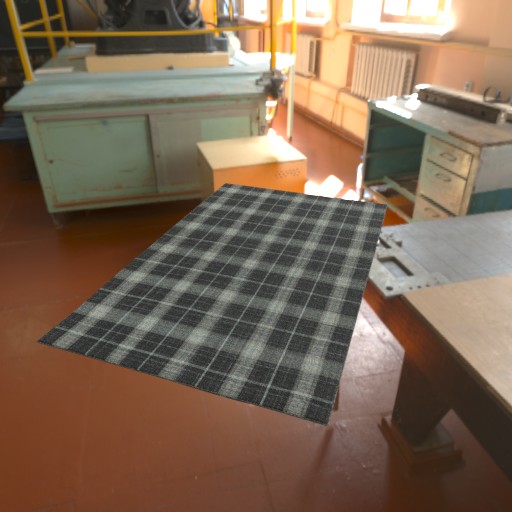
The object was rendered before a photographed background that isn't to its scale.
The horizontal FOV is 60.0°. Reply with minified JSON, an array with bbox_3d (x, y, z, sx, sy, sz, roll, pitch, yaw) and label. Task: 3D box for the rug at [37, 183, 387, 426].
[{"bbox_3d":[0.000,0.000,3.033,1.520,0.015,2.434,10,31,17],"label":"rug"}]
